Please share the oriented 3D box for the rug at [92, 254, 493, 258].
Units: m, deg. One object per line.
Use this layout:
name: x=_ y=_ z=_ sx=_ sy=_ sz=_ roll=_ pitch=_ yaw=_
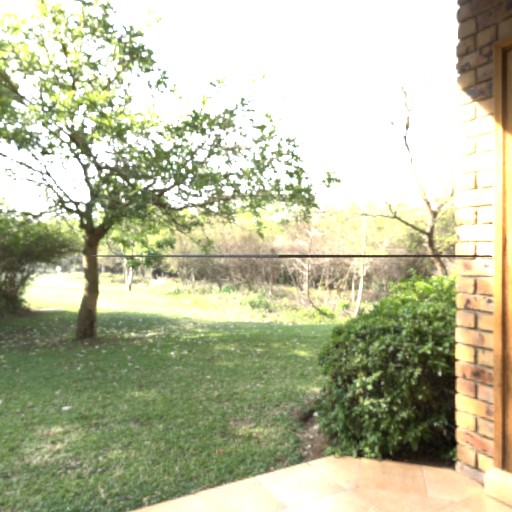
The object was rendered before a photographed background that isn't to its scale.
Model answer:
rug: x=0.000 y=0.000 z=3.036 sx=1.524 sy=0.012 sz=2.438 roll=0 pitch=0 yaw=-35
